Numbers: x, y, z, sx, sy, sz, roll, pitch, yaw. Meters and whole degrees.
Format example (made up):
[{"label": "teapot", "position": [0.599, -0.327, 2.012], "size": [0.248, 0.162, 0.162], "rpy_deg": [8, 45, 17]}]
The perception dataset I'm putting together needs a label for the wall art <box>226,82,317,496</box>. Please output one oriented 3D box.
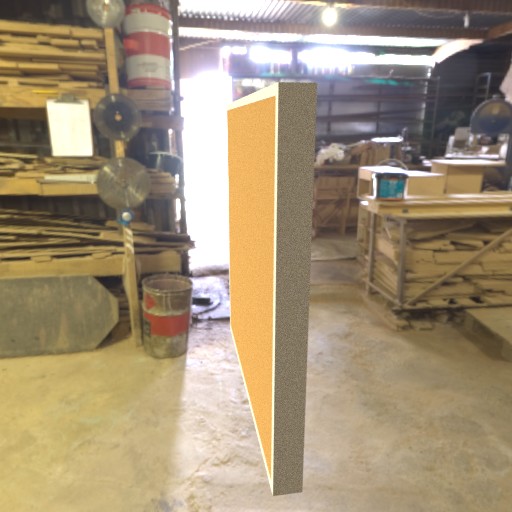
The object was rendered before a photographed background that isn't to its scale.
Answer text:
[{"label": "wall art", "position": [0.000, 0.000, 0.755], "size": [0.040, 0.509, 0.509], "rpy_deg": [-3, 17, -9]}]
